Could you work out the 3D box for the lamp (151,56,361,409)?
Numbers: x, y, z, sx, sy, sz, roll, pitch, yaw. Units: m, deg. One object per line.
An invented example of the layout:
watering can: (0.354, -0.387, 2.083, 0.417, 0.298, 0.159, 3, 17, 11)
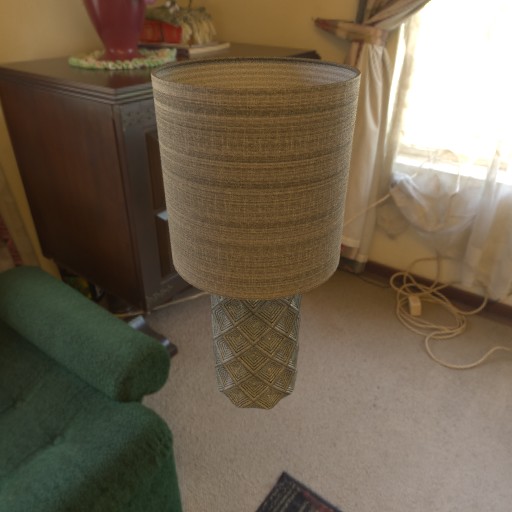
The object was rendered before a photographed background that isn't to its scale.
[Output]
lamp: (0.000, 0.000, 0.722, 0.269, 0.566, 0.268, 10, 32, 16)
